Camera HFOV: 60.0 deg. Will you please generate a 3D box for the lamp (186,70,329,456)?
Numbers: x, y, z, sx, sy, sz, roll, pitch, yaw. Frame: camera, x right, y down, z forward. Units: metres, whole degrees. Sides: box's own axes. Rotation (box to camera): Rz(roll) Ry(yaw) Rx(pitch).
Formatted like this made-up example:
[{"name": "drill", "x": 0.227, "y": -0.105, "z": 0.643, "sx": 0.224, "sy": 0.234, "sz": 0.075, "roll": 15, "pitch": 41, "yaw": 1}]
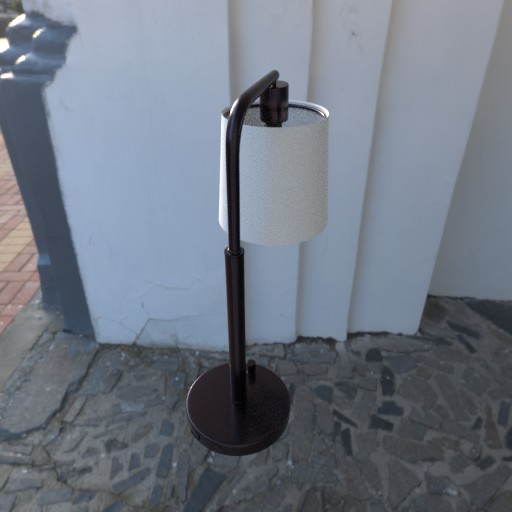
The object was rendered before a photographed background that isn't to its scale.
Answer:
[{"name": "lamp", "x": 0.000, "y": 0.000, "z": 0.651, "sx": 0.171, "sy": 0.489, "sz": 0.333, "roll": 11, "pitch": 33, "yaw": 17}]
